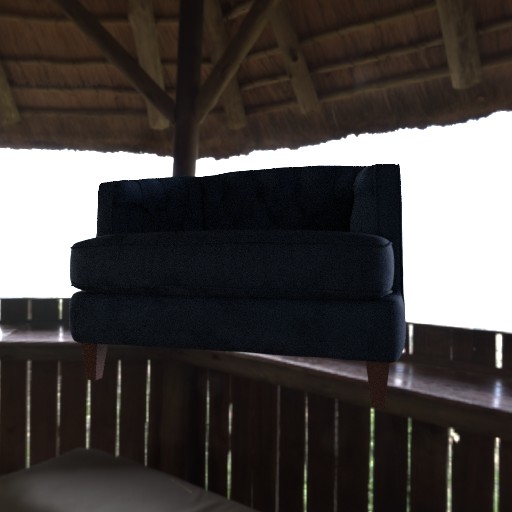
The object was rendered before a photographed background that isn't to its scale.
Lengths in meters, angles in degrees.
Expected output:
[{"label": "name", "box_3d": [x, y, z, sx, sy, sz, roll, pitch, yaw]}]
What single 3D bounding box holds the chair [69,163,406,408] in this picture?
[{"label": "chair", "box_3d": [0.000, 0.000, 1.727, 1.094, 0.852, 0.940, 0, -1, 17]}]
